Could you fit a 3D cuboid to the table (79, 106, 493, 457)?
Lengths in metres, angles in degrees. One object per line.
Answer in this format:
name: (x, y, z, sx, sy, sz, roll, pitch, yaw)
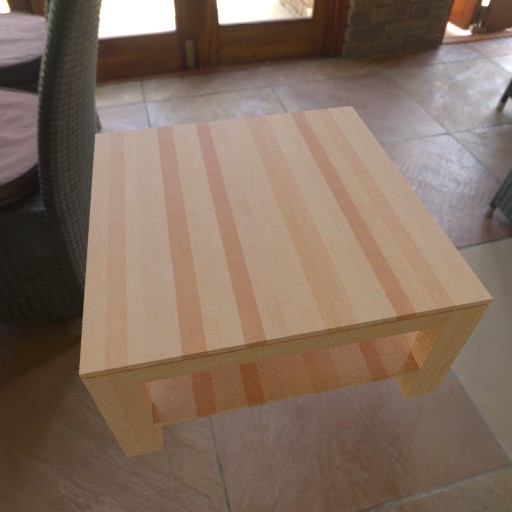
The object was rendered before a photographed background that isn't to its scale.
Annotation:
table: (0.000, 0.000, 1.397, 0.900, 0.450, 0.900, -9, 47, -8)
